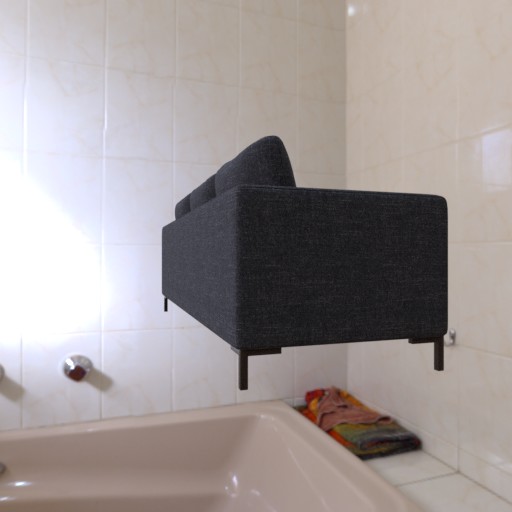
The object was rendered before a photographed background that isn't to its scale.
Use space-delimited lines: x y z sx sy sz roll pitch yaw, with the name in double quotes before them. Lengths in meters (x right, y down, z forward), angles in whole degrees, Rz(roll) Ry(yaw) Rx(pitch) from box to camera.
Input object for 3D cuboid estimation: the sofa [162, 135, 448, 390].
"sofa" 0.000 0.000 2.596 0.859 0.874 2.218 0 0 -18
